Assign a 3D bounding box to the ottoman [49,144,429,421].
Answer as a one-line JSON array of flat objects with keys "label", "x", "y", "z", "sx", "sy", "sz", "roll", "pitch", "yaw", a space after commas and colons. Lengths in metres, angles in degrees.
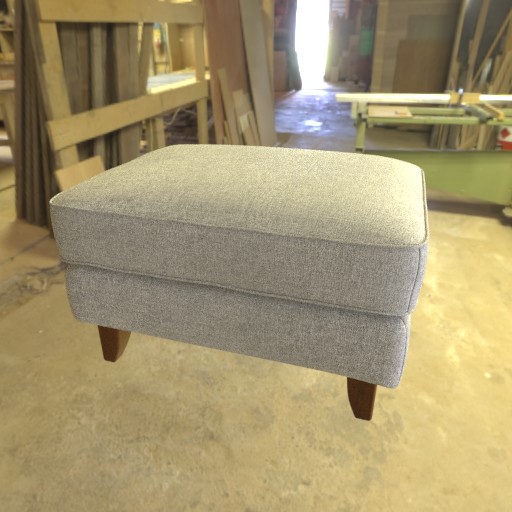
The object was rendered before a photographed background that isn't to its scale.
[{"label": "ottoman", "x": 0.000, "y": 0.000, "z": 1.299, "sx": 0.889, "sy": 0.561, "sz": 0.661, "roll": 8, "pitch": 27, "yaw": 16}]
